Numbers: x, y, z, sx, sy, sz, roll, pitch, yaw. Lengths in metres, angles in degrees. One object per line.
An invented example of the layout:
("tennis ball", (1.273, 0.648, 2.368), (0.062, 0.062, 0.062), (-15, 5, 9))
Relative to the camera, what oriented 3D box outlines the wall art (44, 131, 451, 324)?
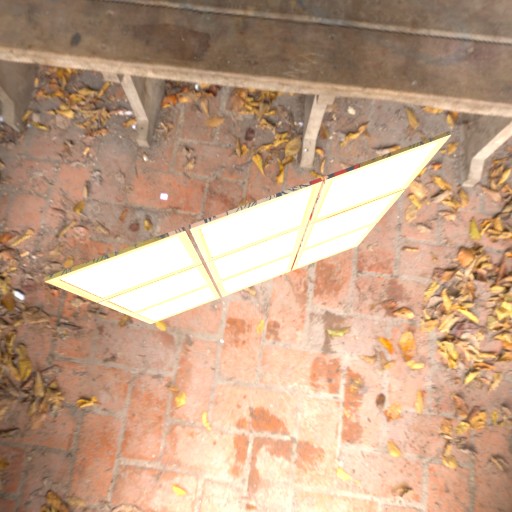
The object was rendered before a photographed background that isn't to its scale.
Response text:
("wall art", (0.000, 0.000, 1.822), (1.206, 1.218, 0.013), (-20, 77, -5))
